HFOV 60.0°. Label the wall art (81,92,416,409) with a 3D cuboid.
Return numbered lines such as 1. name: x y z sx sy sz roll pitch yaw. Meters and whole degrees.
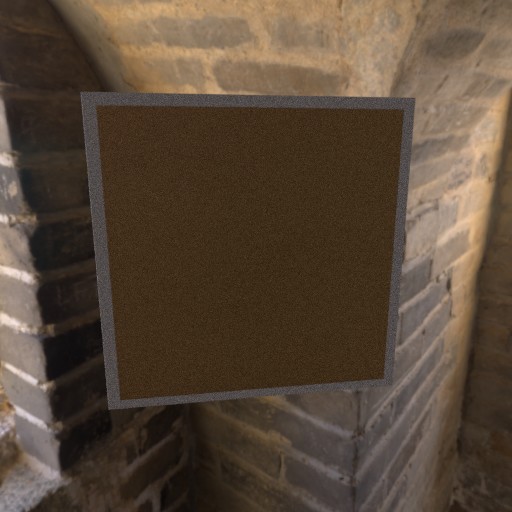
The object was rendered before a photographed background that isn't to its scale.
1. wall art: 0.000 0.000 0.743 0.508 0.507 0.035 -2 14 -9
